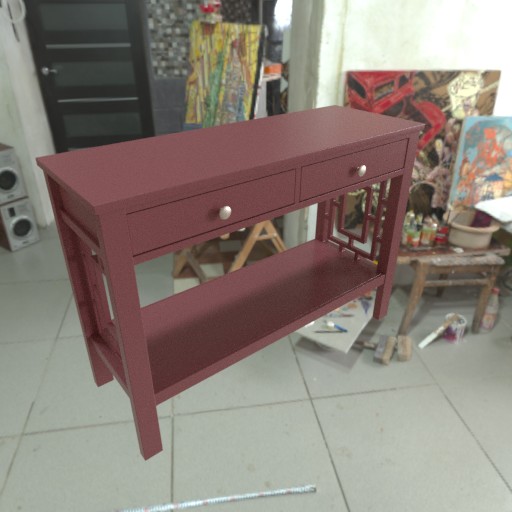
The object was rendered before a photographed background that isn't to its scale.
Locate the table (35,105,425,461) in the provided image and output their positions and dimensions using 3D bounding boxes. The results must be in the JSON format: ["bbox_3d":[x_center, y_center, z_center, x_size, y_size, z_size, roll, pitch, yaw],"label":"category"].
[{"bbox_3d":[0.000,0.000,1.425,1.068,0.753,0.397,-21,36,-33],"label":"table"}]
